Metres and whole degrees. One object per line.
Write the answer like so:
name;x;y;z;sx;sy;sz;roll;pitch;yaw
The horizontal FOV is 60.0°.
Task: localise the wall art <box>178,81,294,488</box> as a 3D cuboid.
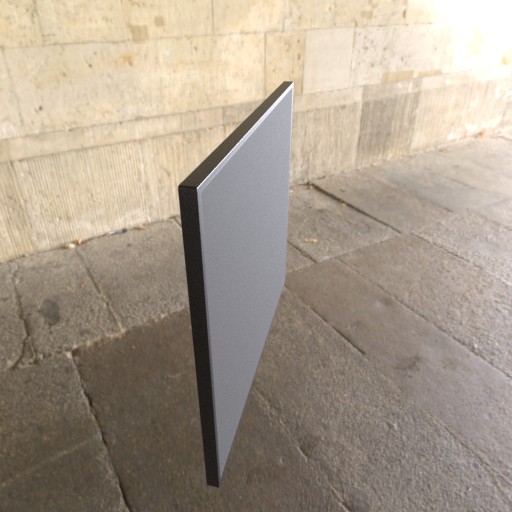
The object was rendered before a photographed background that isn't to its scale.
wall art;0.000;0.000;0.721;0.018;0.450;0.521;7;32;11
